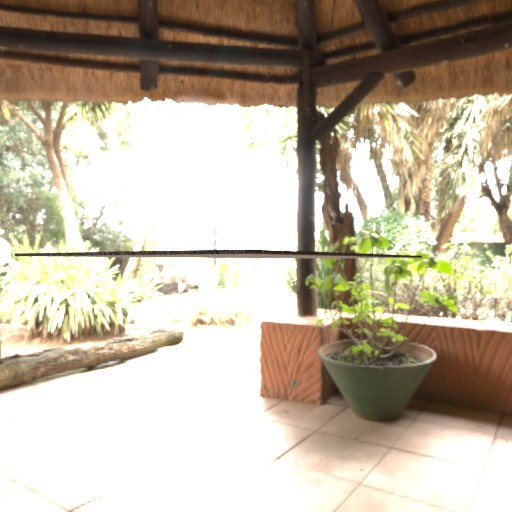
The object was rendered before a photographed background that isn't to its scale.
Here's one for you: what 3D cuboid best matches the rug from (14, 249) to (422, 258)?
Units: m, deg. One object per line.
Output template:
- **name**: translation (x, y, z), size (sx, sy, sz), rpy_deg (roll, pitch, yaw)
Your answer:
- **rug**: translation (0.000, 0.000, 2.848), size (1.501, 0.017, 2.298), rpy_deg (0, -1, 34)
